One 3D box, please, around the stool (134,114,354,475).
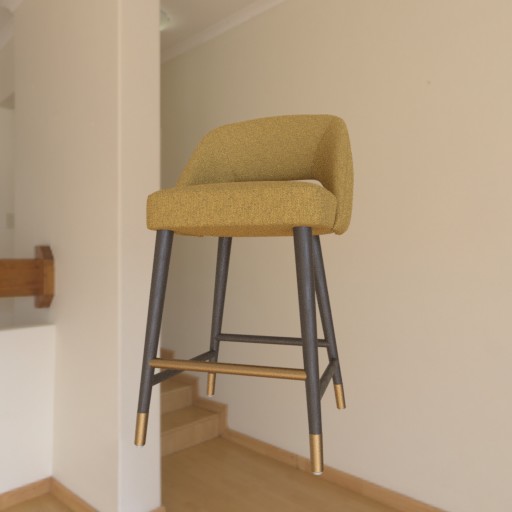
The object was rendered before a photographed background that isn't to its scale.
[{"bbox_3d":[0.000,0.000,1.258,0.536,0.939,0.522,0,0,18],"label":"stool"}]
